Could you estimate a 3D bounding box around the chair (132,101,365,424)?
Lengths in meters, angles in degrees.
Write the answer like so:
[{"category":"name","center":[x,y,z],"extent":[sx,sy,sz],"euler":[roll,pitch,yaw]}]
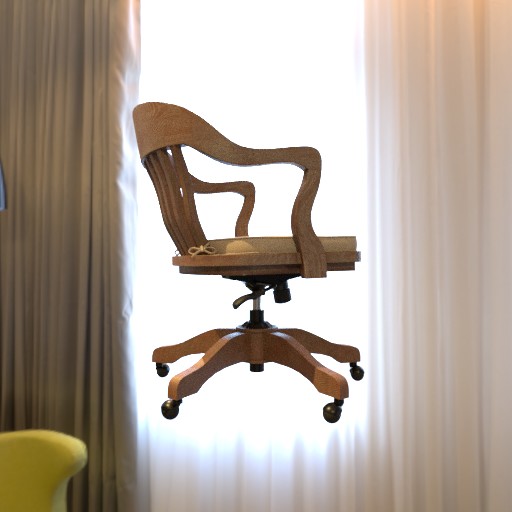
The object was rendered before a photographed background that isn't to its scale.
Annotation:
[{"category":"chair","center":[0.000,0.000,1.465],"extent":[0.788,0.878,0.750],"euler":[0,0,-19]}]
